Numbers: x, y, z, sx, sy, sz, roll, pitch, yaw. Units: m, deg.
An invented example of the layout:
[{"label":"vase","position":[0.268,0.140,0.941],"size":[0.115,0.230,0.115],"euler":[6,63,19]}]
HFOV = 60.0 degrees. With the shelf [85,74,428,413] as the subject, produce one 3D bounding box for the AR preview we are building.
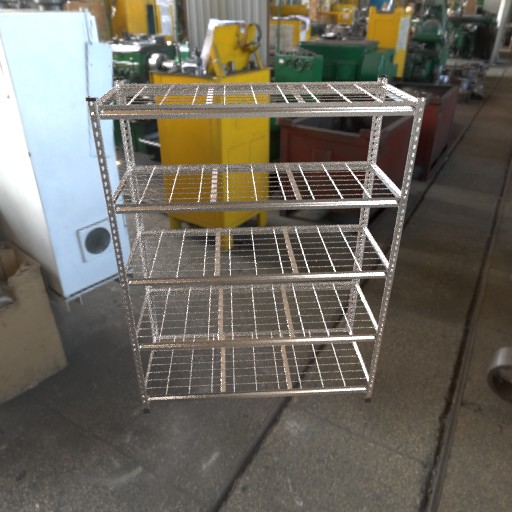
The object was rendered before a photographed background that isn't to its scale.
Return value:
[{"label":"shelf","position":[0.000,0.000,2.715],"size":[1.524,1.981,0.610],"euler":[-2,30,-3]}]
